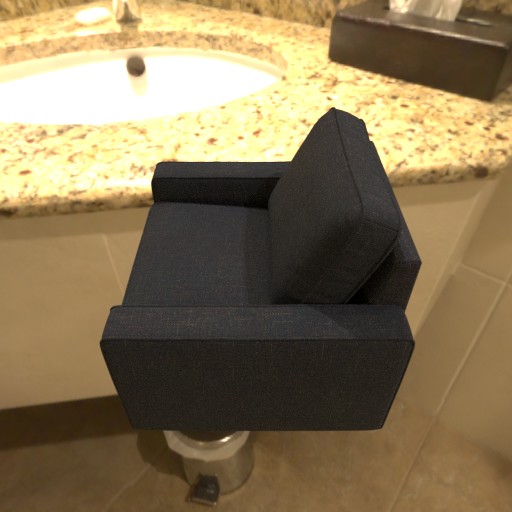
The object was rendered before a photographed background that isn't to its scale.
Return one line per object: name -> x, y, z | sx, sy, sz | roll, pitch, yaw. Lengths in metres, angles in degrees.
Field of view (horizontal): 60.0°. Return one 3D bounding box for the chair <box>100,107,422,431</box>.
chair -> 0.000, 0.000, 1.707 | 0.940, 0.919, 1.017 | 0, 42, 0
